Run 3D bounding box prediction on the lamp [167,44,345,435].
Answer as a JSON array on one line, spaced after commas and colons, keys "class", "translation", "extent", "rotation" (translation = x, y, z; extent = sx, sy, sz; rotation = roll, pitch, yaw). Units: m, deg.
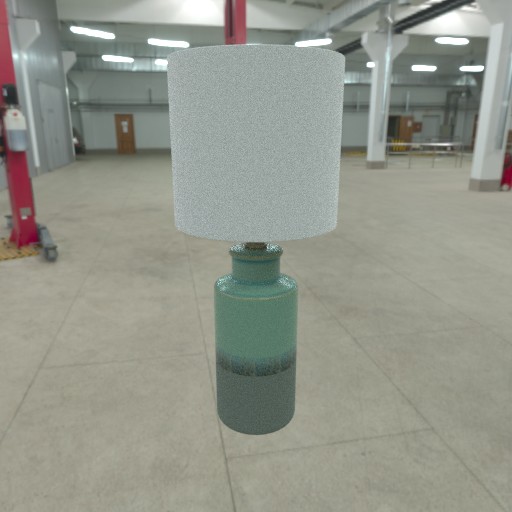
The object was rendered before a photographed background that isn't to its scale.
[{"class": "lamp", "translation": [0.000, 0.000, 0.604], "extent": [0.212, 0.493, 0.212], "rotation": [15, 22, 41]}]
